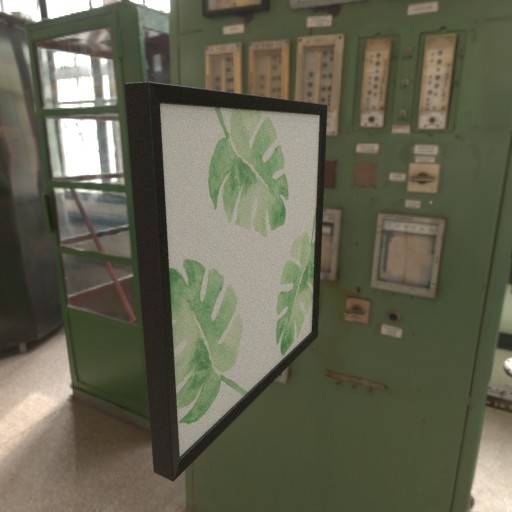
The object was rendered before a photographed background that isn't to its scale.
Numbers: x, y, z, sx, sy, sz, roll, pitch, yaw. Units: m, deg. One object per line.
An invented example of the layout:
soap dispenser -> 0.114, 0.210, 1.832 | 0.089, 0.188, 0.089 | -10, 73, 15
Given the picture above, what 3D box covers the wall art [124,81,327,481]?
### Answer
wall art -> 0.000, 0.000, 0.751 | 0.036, 0.508, 0.508 | 9, 18, 29
